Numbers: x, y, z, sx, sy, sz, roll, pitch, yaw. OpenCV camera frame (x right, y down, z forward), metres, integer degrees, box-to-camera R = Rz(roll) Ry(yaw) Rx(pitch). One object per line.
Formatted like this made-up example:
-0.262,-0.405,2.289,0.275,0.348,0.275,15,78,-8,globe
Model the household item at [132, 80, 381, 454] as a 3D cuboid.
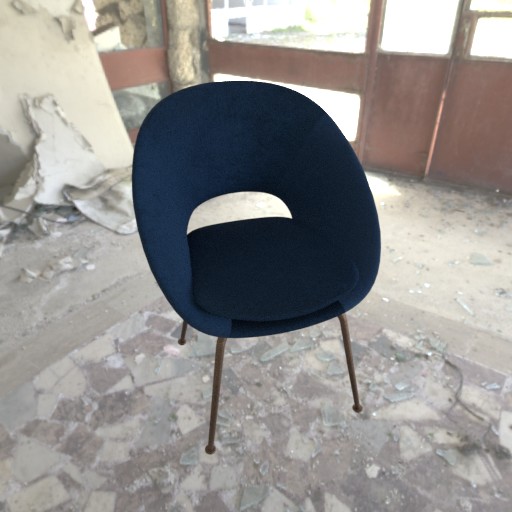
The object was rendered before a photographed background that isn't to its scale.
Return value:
0.000,0.000,1.256,0.623,0.852,0.573,-10,33,-15,household item
